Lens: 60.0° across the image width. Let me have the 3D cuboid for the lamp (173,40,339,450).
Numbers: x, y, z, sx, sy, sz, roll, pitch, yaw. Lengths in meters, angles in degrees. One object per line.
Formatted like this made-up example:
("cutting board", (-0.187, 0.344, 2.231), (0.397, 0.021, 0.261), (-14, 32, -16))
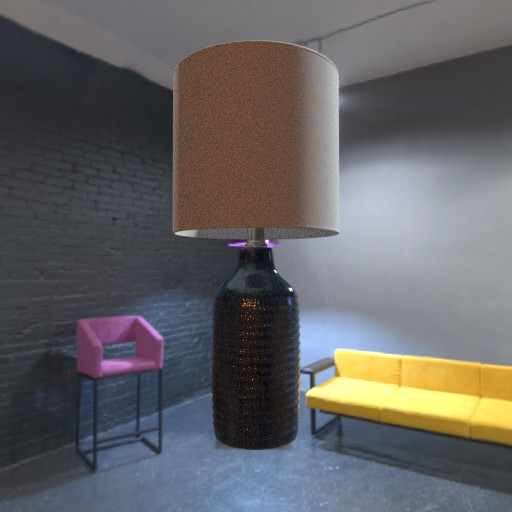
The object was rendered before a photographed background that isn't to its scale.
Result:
("lamp", (0.000, 0.000, 0.597), (0.220, 0.475, 0.220), (-1, -2, 37))
